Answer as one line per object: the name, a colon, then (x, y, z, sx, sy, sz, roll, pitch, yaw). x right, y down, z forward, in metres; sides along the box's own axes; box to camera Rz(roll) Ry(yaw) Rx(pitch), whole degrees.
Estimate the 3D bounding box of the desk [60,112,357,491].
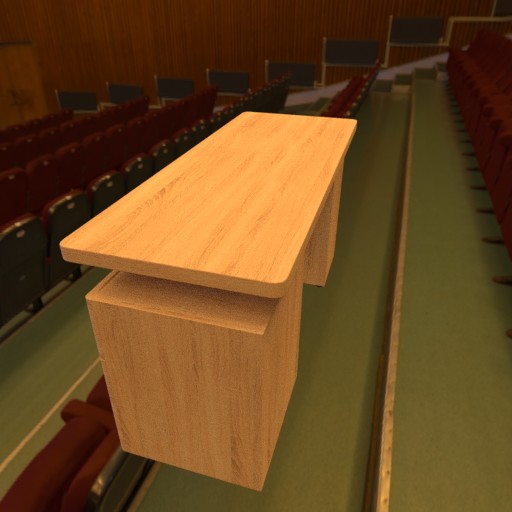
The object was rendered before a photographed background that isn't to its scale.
desk: (0.000, 0.000, 1.730, 0.550, 0.760, 1.400, 9, 32, 15)
